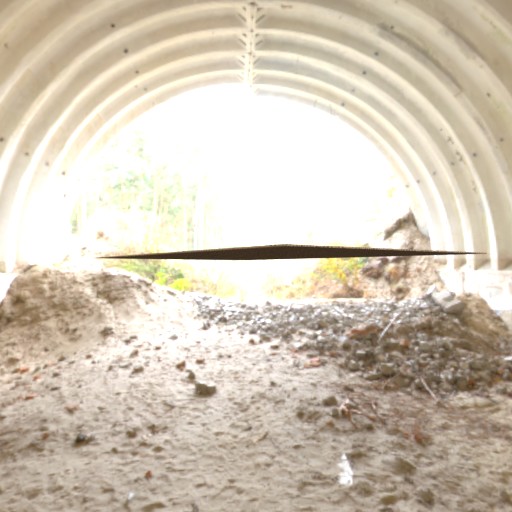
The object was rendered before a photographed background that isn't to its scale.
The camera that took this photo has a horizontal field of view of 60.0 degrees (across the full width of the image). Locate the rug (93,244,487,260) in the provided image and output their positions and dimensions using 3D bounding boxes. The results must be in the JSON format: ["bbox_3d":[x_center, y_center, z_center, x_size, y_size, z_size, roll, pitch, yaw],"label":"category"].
[{"bbox_3d":[0.000,0.000,3.080,1.519,0.007,2.428,1,-2,-36],"label":"rug"}]
